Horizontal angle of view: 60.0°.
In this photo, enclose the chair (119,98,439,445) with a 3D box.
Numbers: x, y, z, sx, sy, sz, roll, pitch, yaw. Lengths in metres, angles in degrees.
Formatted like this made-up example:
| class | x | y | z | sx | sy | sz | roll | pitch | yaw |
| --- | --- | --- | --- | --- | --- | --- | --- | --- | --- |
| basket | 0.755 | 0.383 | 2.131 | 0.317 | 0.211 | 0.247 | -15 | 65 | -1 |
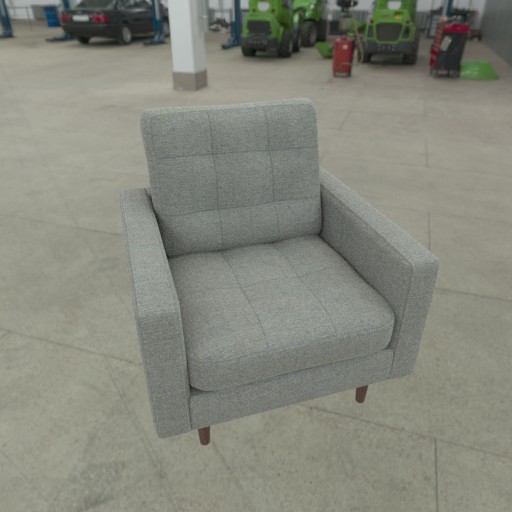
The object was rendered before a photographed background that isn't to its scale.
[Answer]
| class | x | y | z | sx | sy | sz | roll | pitch | yaw |
| --- | --- | --- | --- | --- | --- | --- | --- | --- | --- |
| chair | 0.000 | 0.000 | 1.482 | 0.821 | 0.880 | 0.843 | -9 | 32 | -15 |
